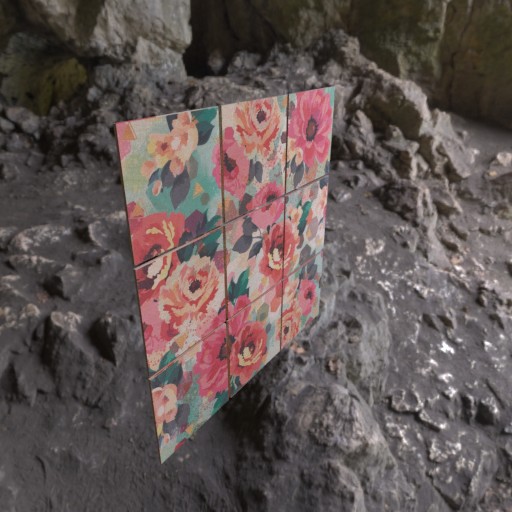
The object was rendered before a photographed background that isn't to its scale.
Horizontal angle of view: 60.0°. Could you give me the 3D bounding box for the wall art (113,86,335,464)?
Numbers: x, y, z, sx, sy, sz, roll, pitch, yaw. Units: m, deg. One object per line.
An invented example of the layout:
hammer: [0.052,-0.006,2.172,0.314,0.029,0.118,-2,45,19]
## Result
wall art: [0.000,0.000,2.266,0.013,1.519,1.521,17,31,31]
